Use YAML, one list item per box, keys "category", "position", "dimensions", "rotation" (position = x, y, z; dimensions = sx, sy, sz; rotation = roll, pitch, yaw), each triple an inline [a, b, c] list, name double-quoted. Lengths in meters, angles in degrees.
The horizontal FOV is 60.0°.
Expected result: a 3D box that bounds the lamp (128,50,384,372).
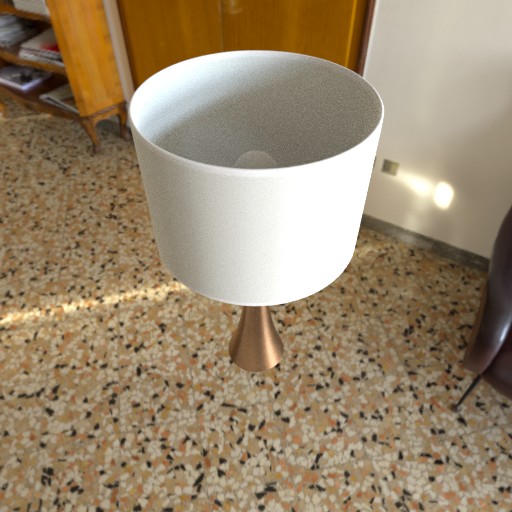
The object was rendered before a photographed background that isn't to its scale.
- category: "lamp"
  position: [0.000, 0.000, 0.643]
  dimensions: [0.268, 0.479, 0.268]
  rotation: [-3, 45, -2]
